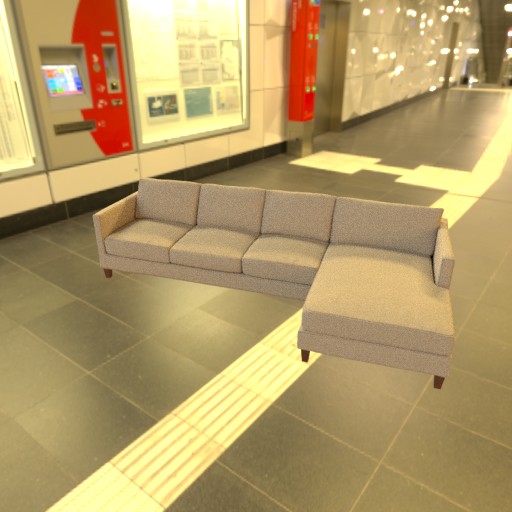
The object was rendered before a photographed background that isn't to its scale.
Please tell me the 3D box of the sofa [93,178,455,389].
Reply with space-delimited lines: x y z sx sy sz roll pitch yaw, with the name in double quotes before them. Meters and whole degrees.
"sofa" 0.000 0.000 3.913 3.186 0.861 1.625 8 26 16
